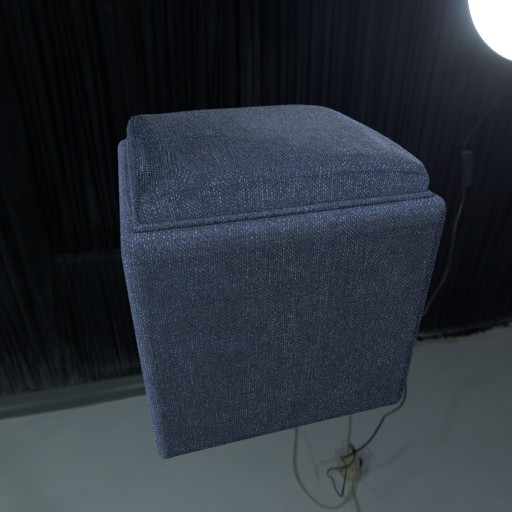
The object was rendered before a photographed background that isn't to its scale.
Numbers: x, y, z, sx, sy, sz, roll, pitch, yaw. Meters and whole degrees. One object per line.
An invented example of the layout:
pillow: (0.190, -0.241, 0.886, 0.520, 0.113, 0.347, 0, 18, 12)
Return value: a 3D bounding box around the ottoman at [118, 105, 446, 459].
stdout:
ottoman: (0.000, 0.000, 0.840, 0.454, 0.493, 0.436, -8, 32, -13)
